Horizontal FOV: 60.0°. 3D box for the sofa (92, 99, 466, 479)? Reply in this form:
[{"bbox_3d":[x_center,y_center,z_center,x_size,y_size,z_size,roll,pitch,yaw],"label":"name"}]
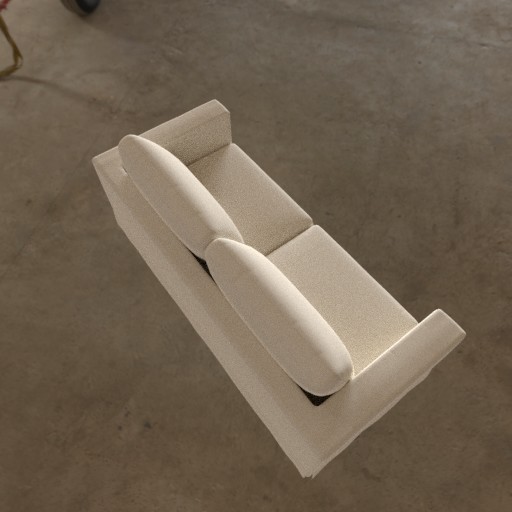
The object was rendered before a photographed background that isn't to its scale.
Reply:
[{"bbox_3d":[0.000,0.000,2.593,0.954,0.881,2.163,-33,64,-19],"label":"sofa"}]
